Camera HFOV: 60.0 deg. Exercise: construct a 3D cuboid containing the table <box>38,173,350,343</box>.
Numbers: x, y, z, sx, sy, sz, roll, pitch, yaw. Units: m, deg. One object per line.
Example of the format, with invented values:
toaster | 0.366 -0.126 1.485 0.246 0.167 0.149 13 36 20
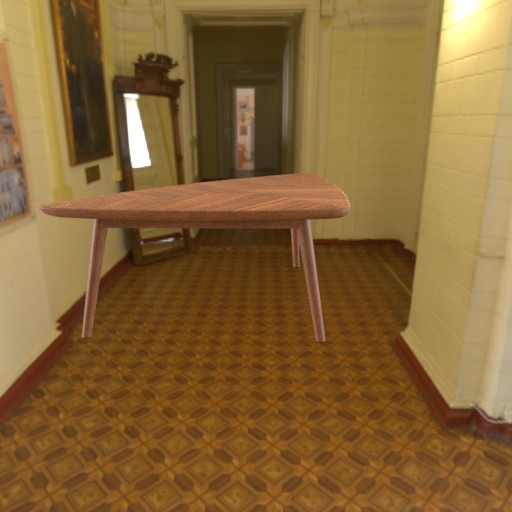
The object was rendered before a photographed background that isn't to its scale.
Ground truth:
table | 0.000 0.000 1.288 1.008 0.365 0.601 -16 23 -42
